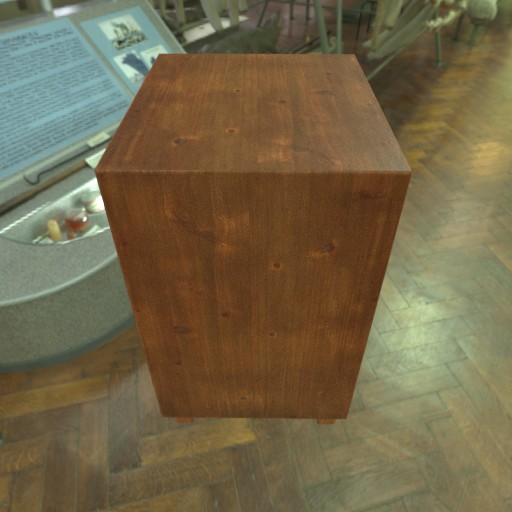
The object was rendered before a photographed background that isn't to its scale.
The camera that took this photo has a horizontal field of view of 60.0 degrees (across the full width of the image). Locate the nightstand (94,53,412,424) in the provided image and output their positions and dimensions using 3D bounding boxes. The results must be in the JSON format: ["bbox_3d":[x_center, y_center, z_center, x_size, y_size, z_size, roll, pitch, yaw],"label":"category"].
[{"bbox_3d":[0.000,0.000,0.963,0.410,0.695,0.465,0,41,0],"label":"nightstand"}]
